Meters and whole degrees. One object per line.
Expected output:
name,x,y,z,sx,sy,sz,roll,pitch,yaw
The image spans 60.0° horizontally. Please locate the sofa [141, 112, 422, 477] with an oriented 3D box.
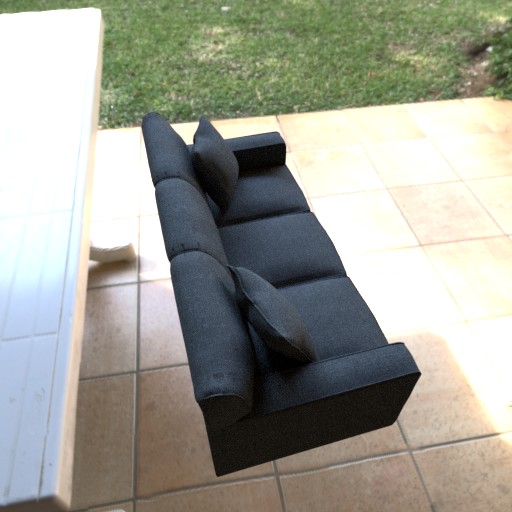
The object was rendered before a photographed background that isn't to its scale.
sofa,0.000,0.000,2.588,0.997,0.958,2.024,-12,48,-11
